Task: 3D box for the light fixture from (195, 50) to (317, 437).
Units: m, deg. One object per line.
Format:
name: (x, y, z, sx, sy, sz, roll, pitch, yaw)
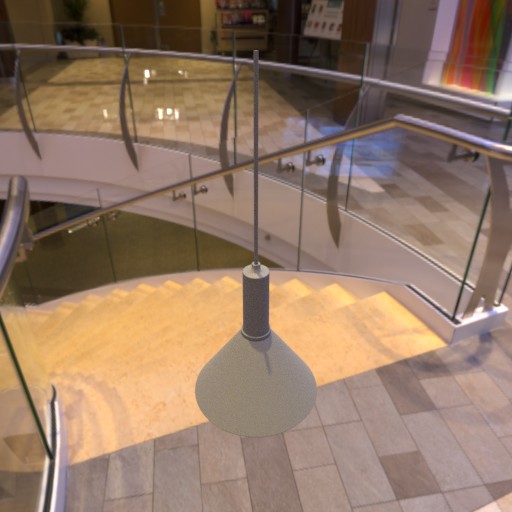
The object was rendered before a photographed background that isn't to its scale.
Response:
light fixture: (0.000, 0.000, 0.808, 0.267, 0.683, 0.267, 19, 36, 29)
